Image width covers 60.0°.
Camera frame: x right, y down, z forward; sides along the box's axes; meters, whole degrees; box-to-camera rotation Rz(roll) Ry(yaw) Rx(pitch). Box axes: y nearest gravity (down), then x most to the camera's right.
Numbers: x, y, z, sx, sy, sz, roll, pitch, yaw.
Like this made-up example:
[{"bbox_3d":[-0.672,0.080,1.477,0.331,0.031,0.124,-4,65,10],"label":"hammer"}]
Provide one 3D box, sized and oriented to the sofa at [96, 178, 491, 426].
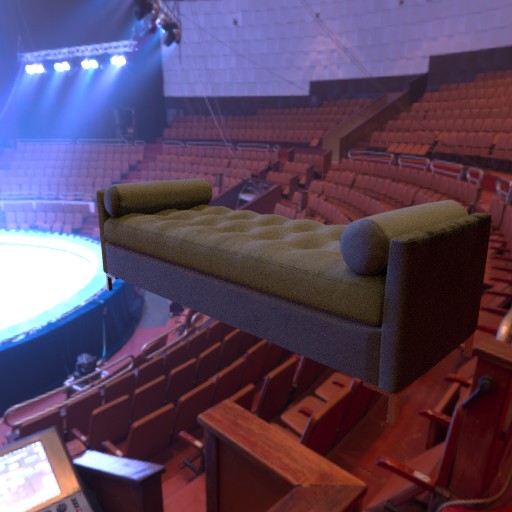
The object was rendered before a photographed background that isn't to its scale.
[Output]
[{"bbox_3d":[0.000,0.000,2.396,2.102,0.705,0.796,14,20,43],"label":"sofa"}]
